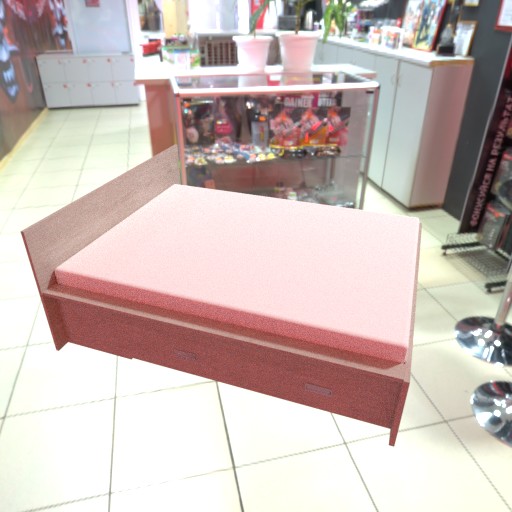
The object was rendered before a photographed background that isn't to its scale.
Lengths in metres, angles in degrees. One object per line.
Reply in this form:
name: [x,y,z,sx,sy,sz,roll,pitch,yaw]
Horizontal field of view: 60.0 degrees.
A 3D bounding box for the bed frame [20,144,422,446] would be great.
bed frame: [0.000,0.000,2.825,1.960,0.800,1.622,10,32,17]
